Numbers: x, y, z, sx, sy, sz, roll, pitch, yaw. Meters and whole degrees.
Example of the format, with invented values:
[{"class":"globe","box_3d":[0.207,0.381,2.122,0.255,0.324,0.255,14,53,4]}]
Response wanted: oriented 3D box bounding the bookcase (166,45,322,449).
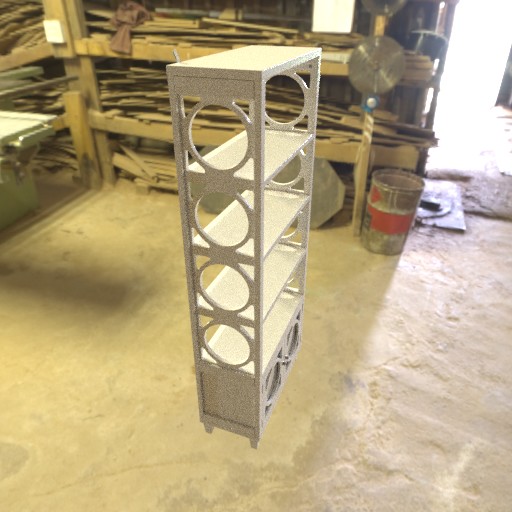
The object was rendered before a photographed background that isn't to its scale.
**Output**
[{"class":"bookcase","box_3d":[0.000,0.000,2.155,0.361,1.869,0.761,11,32,18]}]
